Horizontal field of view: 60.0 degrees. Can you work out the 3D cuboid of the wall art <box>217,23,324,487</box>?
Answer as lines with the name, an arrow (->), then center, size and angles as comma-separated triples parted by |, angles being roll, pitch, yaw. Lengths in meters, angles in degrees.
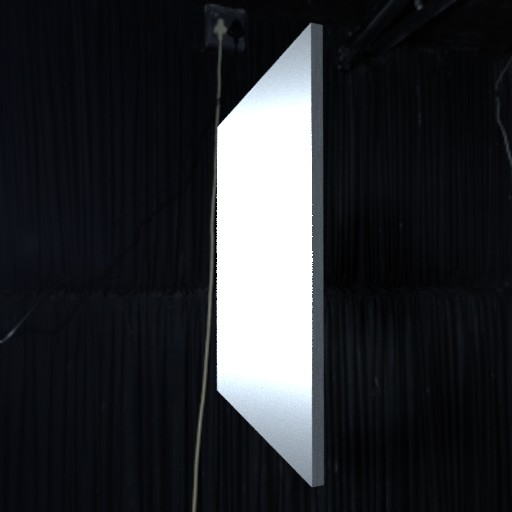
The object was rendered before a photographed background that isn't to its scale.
wall art -> 0.000, 0.000, 1.387 | 0.030, 1.046, 0.816 | 0, -1, -20
